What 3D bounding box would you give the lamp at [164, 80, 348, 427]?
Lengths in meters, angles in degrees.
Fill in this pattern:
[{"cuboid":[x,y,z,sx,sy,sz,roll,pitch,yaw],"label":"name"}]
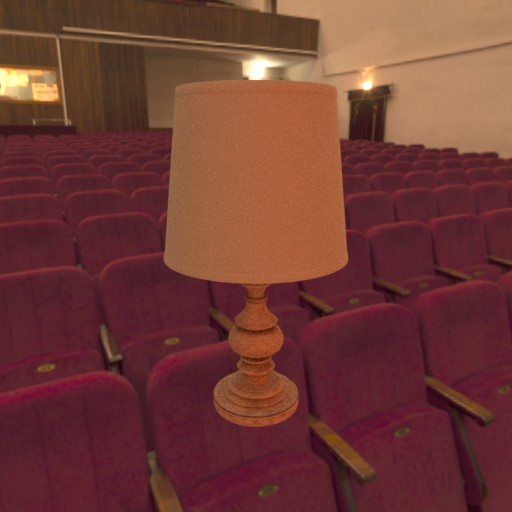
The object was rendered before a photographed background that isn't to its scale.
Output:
[{"cuboid":[0.000,0.000,0.669,0.273,0.497,0.273,0,15,0],"label":"lamp"}]
